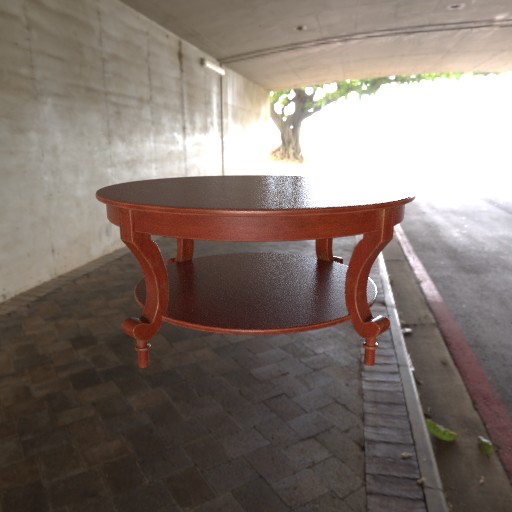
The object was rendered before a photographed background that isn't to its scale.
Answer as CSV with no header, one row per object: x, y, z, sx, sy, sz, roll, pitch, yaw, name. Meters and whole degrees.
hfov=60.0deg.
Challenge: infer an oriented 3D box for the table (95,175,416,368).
0.000,0.000,1.563,1.029,0.486,1.029,0,15,0,table
